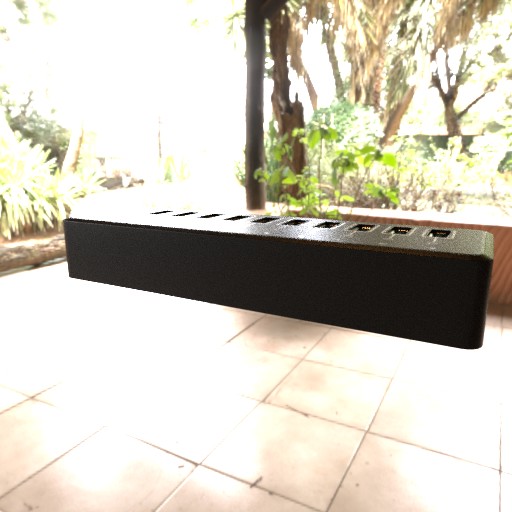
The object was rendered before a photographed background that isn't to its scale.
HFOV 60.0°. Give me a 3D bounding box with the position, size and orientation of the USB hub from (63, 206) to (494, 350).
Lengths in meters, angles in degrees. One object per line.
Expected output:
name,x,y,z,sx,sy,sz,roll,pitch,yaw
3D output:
USB hub,0.000,0.000,0.155,0.145,0.023,0.044,7,15,27
